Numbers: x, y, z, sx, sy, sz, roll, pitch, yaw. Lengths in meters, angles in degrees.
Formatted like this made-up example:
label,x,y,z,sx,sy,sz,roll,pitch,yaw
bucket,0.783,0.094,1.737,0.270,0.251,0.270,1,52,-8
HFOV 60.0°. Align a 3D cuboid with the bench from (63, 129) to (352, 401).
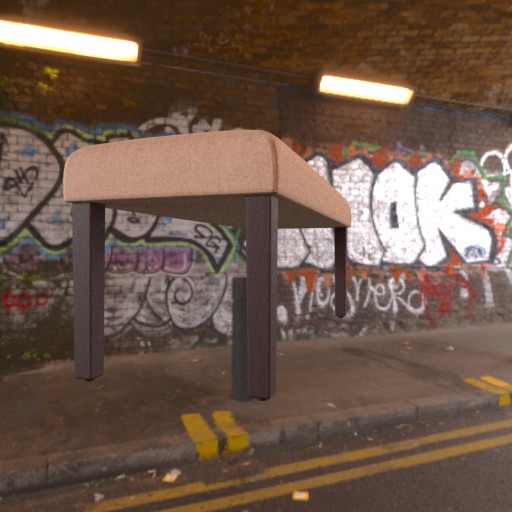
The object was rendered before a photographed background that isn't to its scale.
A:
label,x,y,z,sx,sy,sz,roll,pitch,yaw
bench,0.000,0.000,1.219,0.407,0.456,1.013,0,0,18
